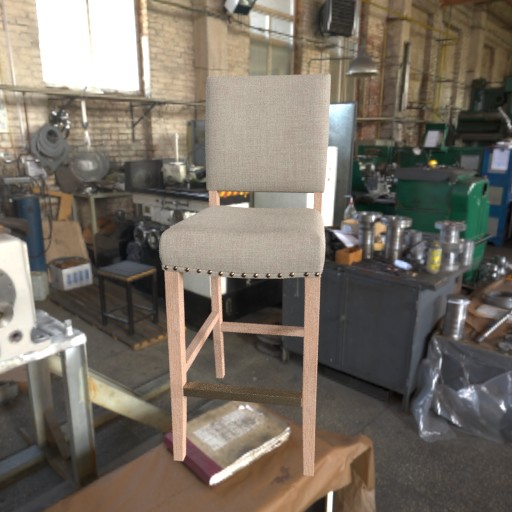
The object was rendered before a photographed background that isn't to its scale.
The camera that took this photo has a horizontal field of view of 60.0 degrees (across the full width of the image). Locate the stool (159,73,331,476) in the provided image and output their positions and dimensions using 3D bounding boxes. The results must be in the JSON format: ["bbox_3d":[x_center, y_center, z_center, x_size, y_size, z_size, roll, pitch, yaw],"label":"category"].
[{"bbox_3d":[0.000,0.000,1.450,0.445,1.173,0.585,2,15,9],"label":"stool"}]
